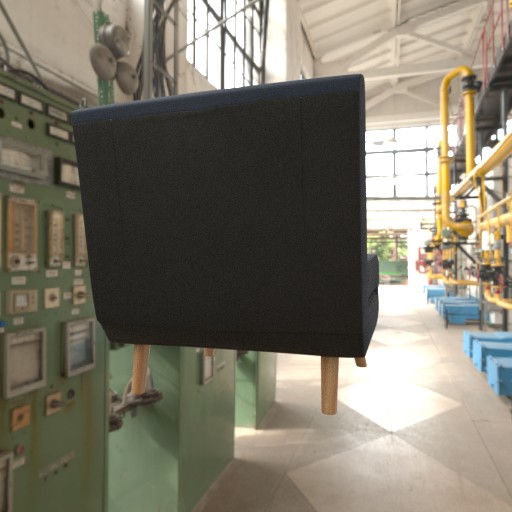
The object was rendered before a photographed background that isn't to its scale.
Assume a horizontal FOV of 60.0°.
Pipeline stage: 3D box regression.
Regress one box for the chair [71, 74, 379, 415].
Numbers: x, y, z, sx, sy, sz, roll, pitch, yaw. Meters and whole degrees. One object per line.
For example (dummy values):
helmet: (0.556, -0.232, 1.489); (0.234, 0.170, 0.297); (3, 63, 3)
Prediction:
chair: (0.000, 0.000, 1.467); (0.770, 0.808, 0.900); (0, -1, 18)
